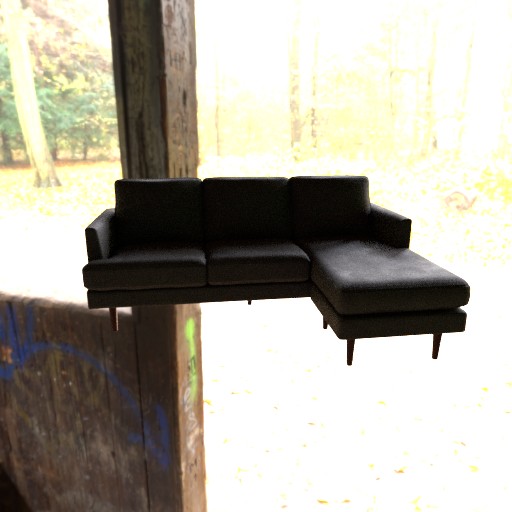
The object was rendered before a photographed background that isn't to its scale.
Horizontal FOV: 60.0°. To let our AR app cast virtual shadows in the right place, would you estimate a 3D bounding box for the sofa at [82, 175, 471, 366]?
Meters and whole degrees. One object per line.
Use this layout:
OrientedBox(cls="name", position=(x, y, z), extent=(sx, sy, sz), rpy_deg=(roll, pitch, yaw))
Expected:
OrientedBox(cls="sofa", position=(0.000, 0.000, 3.011), extent=(2.233, 0.956, 1.504), rpy_deg=(-2, 16, -8))
